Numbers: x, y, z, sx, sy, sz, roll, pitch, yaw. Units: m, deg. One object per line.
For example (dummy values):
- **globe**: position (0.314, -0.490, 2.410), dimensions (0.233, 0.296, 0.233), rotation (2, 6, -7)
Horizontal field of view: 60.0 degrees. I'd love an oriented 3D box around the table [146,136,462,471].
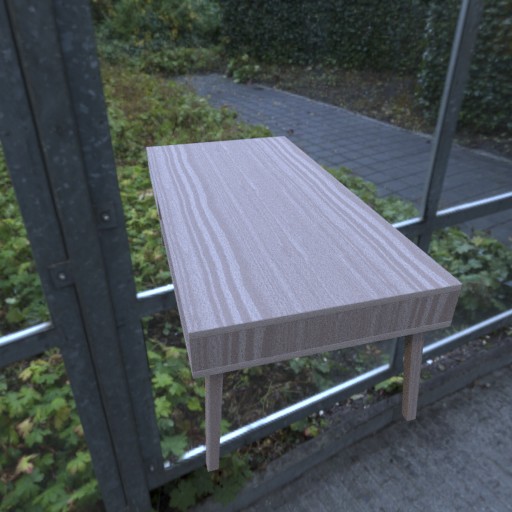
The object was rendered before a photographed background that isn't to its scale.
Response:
- **table**: position (0.000, 0.000, 1.508), dimensions (0.600, 0.450, 1.200), rotation (-8, 32, -13)
